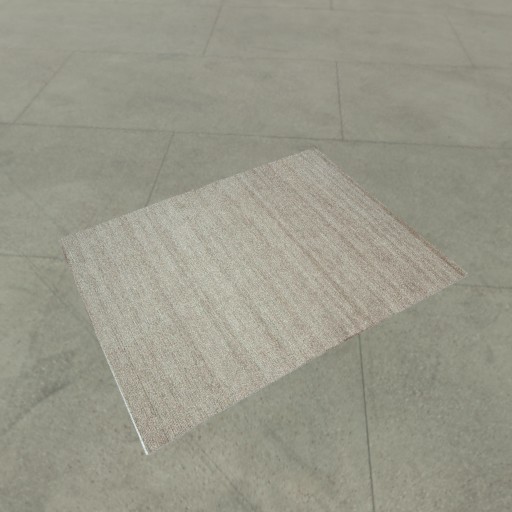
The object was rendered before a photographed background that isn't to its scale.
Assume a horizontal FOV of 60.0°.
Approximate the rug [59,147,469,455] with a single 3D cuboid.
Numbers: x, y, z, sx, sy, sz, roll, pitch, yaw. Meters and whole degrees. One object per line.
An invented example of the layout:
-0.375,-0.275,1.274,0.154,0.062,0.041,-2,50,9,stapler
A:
0.000,0.000,4.299,3.202,0.045,2.434,-24,52,-20,rug
